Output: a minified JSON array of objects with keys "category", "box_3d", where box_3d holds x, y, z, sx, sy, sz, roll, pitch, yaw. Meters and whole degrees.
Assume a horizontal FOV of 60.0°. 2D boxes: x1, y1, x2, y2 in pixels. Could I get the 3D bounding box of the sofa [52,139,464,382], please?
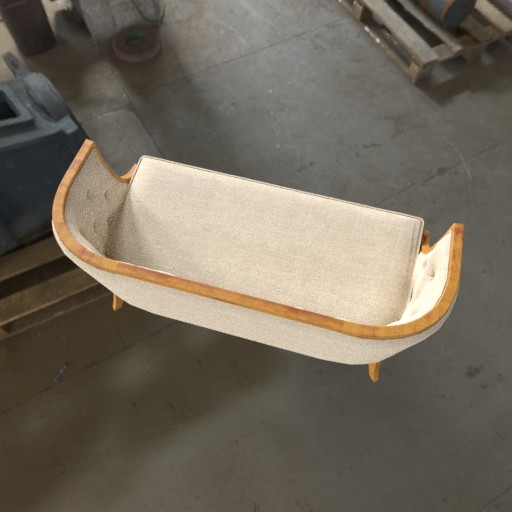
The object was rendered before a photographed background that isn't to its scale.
[{"category":"sofa","box_3d":[0.000,0.000,1.927,1.474,0.775,0.770,14,64,7]}]
